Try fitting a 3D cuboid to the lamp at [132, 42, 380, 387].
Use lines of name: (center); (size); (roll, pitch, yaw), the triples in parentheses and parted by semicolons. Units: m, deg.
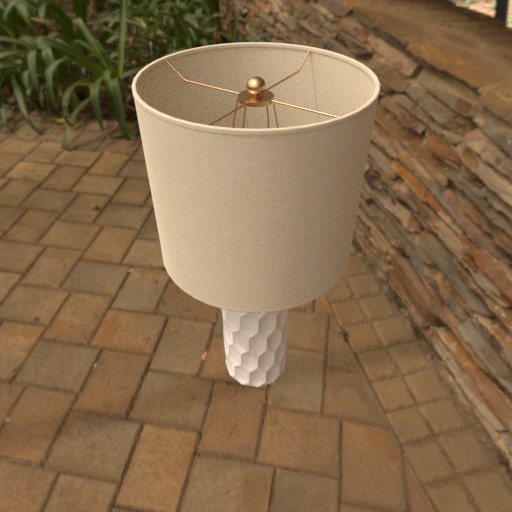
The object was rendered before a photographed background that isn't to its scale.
lamp: (0.000, 0.000, 0.678); (0.277, 0.537, 0.277); (-13, 42, -14)
